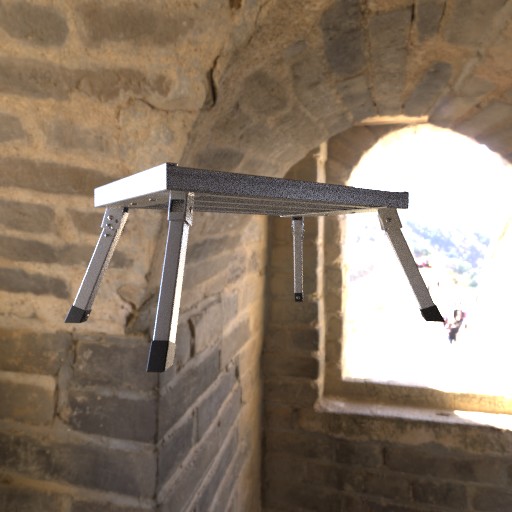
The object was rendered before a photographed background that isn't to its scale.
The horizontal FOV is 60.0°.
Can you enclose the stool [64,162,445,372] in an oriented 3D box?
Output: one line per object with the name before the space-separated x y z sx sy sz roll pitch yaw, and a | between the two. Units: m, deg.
stool | 0.000 0.000 0.753 0.535 0.225 0.385 -1 2 -36
